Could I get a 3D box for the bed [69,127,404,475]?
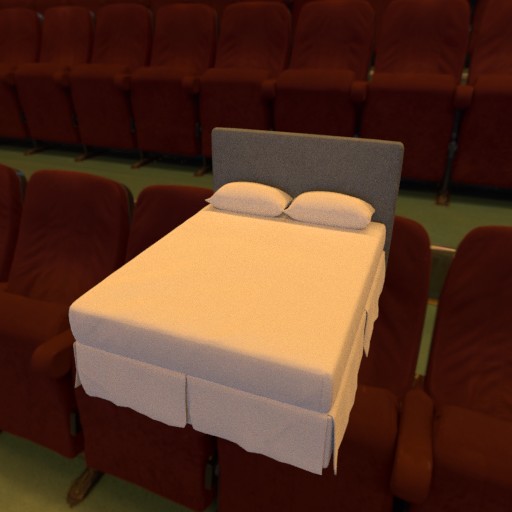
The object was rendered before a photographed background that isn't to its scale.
[{"bbox_3d":[0.000,0.000,3.151,1.713,1.330,2.142,10,29,19],"label":"bed"}]
